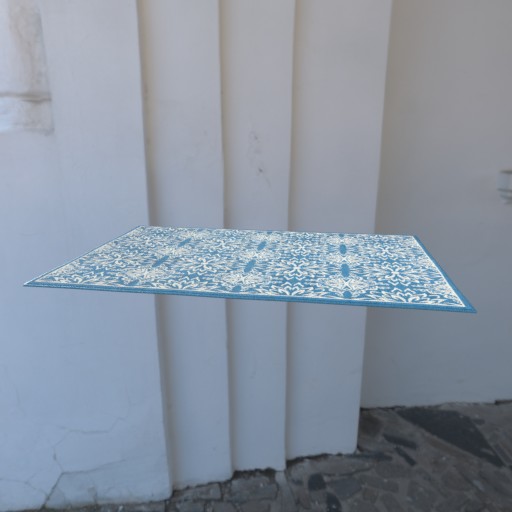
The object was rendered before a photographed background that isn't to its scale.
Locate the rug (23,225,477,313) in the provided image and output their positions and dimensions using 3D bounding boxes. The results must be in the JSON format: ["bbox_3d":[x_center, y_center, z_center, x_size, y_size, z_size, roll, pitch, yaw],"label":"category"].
[{"bbox_3d":[0.000,0.000,3.525,2.769,0.018,1.830,3,16,9],"label":"rug"}]
